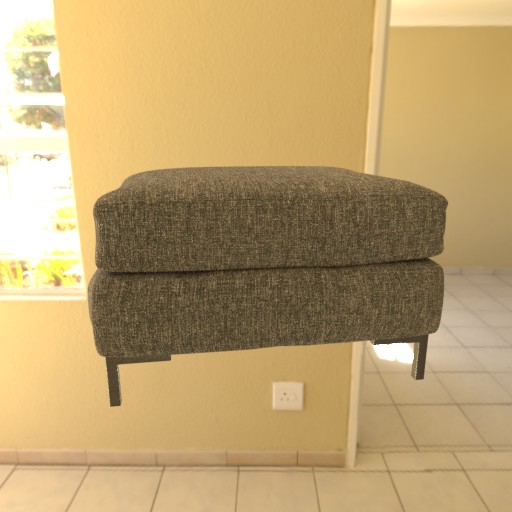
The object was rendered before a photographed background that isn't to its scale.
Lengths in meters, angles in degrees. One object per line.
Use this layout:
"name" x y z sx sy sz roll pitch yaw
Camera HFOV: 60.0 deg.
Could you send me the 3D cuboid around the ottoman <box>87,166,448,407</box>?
"ottoman" 0.000 0.000 1.246 0.828 0.480 0.683 -2 15 -9
